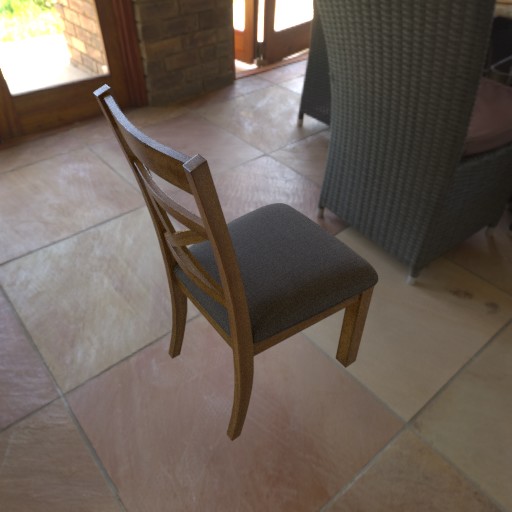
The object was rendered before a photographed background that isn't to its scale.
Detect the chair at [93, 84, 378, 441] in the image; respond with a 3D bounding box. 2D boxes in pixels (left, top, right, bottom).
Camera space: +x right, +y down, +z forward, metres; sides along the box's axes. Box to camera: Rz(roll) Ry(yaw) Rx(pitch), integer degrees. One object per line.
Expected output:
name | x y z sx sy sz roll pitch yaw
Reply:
chair | 0.000 0.000 1.247 0.581 0.949 0.470 -26 48 -27
